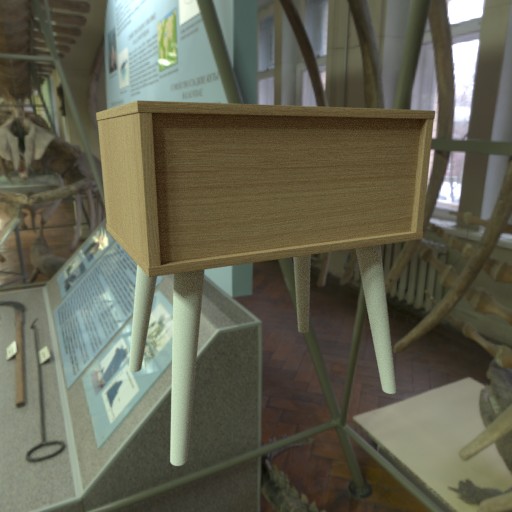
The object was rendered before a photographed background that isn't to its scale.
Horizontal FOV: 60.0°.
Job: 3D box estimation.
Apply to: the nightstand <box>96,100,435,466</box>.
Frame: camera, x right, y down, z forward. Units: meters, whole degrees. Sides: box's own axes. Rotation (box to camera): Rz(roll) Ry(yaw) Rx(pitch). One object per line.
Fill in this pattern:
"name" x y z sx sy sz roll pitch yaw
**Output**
"nightstand" 0.000 0.000 0.985 0.571 0.610 0.407 -8 17 -26
